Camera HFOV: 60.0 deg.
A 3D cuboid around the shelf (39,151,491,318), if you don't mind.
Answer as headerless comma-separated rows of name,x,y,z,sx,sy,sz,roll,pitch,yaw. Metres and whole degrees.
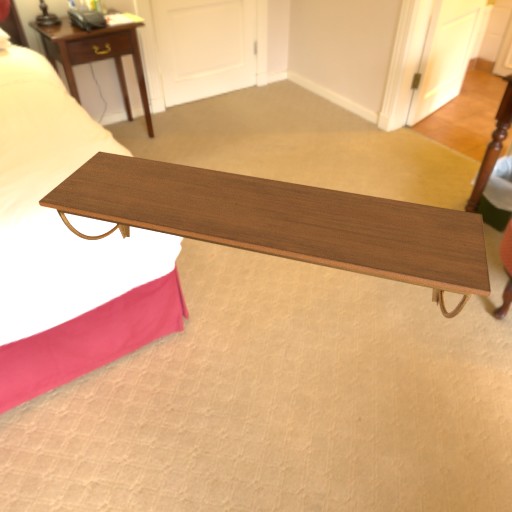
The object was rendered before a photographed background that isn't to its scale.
shelf,0.000,0.000,0.718,0.636,0.190,0.166,12,42,13
